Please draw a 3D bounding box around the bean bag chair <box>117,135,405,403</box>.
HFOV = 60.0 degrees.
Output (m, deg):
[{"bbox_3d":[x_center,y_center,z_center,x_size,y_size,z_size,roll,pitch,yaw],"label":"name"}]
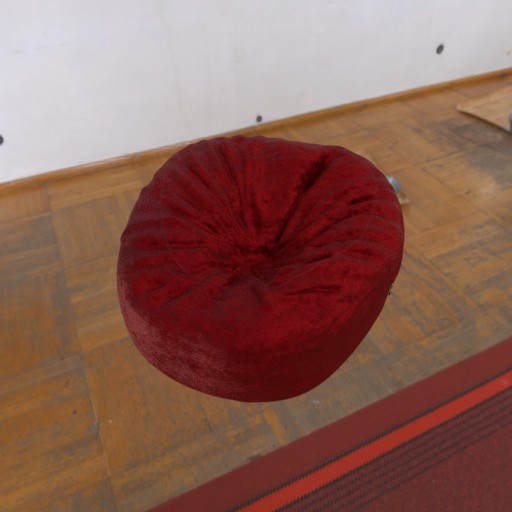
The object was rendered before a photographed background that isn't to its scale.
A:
[{"bbox_3d":[0.000,0.000,2.465,1.524,0.878,1.524,13,43,15],"label":"bean bag chair"}]
